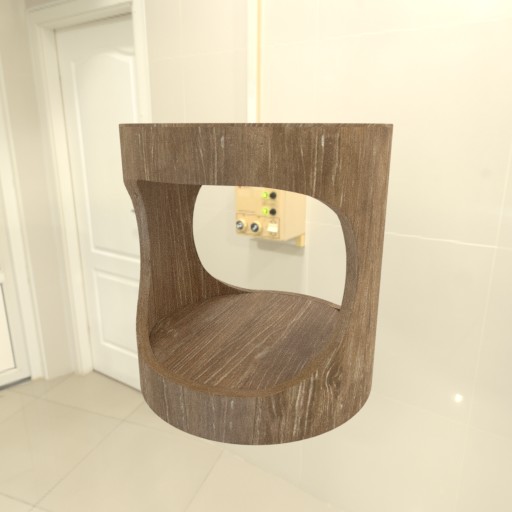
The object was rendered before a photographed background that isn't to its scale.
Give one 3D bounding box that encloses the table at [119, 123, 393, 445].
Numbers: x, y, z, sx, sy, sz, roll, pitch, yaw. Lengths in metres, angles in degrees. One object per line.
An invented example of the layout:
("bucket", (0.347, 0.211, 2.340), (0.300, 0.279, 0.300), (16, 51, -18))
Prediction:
("table", (0.000, 0.000, 0.964), (0.527, 0.551, 0.527), (0, 16, 0))
